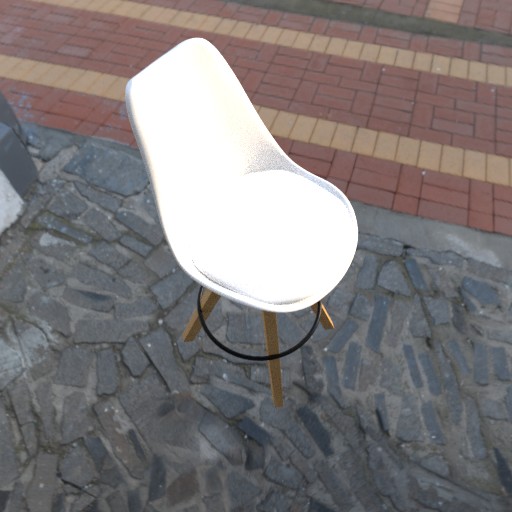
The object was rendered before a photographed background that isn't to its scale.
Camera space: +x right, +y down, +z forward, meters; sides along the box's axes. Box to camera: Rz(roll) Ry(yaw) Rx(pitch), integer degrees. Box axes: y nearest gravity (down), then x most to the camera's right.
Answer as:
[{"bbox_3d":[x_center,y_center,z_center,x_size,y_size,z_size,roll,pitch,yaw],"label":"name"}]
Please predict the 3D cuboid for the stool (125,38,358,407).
[{"bbox_3d":[0.000,0.000,1.350,0.549,1.115,0.482,31,62,18],"label":"stool"}]
